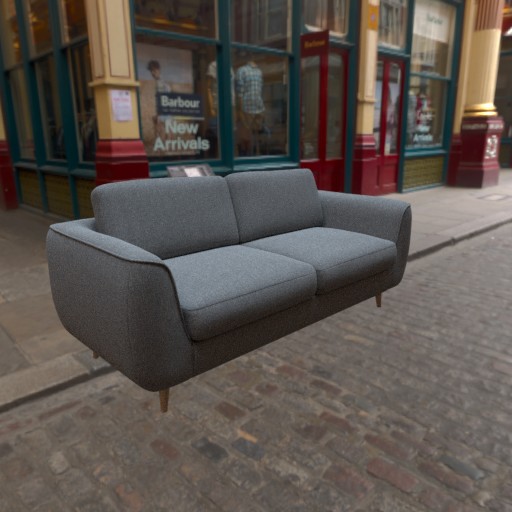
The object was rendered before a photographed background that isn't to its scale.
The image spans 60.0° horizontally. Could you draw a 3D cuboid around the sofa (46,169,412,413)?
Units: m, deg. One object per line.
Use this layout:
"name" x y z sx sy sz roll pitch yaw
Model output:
"sofa" 0.000 0.000 2.452 2.000 0.870 0.920 -14 21 -42
